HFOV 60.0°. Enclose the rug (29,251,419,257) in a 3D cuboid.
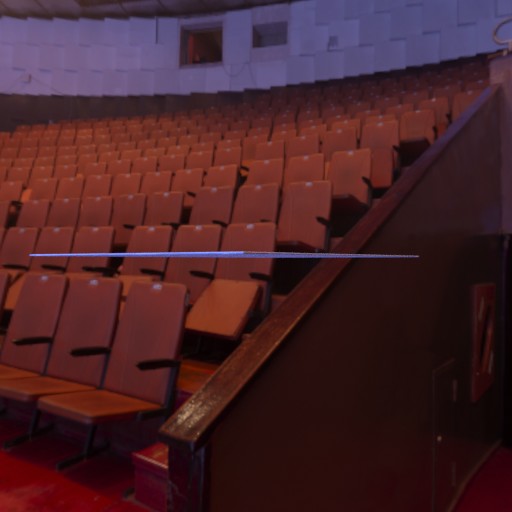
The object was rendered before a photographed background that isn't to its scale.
[{"bbox_3d":[0.000,0.000,2.984,1.522,0.008,2.284,0,-1,35],"label":"rug"}]
